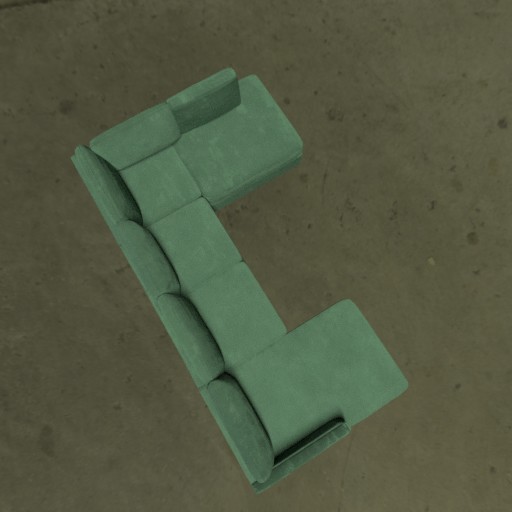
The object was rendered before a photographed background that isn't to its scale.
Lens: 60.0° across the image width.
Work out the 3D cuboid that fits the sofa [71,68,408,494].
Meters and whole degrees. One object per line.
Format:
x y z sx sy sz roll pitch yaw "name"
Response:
0.000 0.000 4.168 2.055 0.992 3.434 -31 77 -8 "sofa"
